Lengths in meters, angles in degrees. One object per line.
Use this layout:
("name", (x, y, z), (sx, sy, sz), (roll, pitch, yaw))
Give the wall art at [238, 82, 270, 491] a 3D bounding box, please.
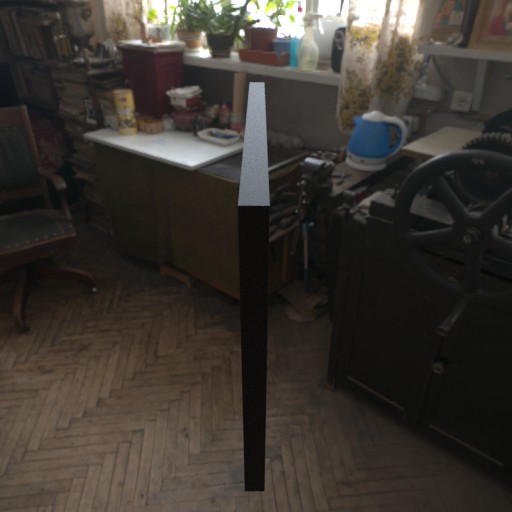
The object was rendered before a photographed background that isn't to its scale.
("wall art", (0.000, 0.000, 0.758), (0.029, 0.457, 0.558), (0, 32, 0))
